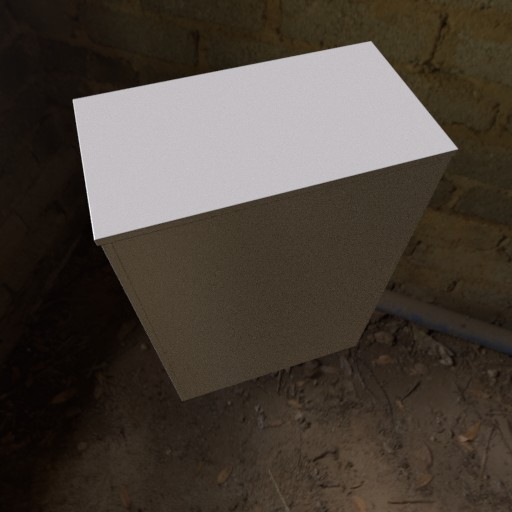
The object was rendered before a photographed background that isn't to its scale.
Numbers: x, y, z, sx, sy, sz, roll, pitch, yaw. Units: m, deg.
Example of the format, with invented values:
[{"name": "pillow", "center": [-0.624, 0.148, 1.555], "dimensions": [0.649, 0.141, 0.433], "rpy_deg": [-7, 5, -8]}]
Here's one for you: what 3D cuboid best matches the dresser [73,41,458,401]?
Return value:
[{"name": "dresser", "center": [0.000, 0.000, 1.339], "dimensions": [0.704, 1.021, 0.401], "rpy_deg": [-15, 58, -10]}]
